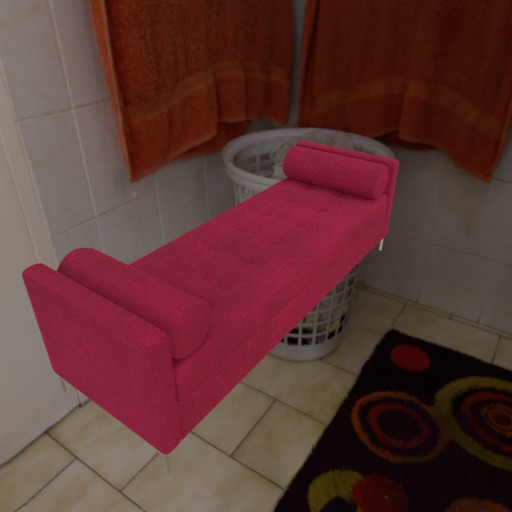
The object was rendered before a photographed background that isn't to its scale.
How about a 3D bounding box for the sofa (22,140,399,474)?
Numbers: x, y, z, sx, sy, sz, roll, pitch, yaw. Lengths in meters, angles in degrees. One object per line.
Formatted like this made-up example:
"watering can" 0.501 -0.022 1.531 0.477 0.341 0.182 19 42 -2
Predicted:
"sofa" 0.000 0.000 2.271 0.686 0.635 1.981 21 37 30
